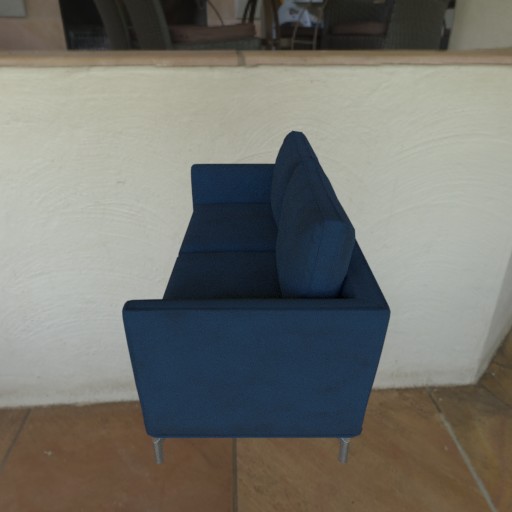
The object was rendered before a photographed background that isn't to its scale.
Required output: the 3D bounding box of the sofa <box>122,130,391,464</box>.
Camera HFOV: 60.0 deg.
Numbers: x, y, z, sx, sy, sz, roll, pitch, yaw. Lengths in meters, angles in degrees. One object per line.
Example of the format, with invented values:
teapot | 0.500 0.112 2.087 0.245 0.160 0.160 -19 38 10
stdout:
sofa | 0.000 0.000 2.273 0.853 1.002 1.770 0 26 0
